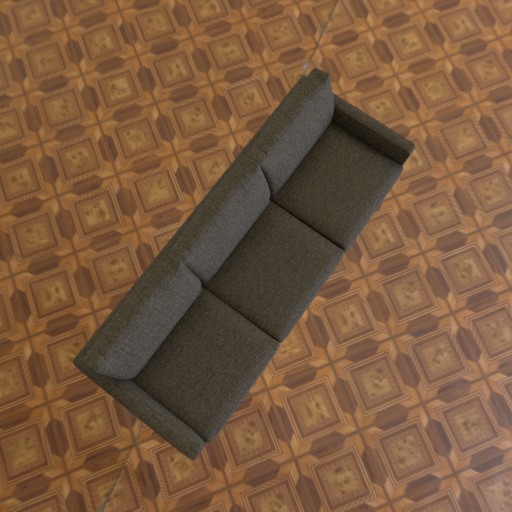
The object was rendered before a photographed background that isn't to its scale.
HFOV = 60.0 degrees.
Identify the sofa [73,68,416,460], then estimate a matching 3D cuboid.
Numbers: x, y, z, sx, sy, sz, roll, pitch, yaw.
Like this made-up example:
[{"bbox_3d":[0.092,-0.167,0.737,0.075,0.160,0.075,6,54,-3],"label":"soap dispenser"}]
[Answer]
[{"bbox_3d":[0.000,0.000,2.731,0.876,0.879,2.253,35,79,8],"label":"sofa"}]
